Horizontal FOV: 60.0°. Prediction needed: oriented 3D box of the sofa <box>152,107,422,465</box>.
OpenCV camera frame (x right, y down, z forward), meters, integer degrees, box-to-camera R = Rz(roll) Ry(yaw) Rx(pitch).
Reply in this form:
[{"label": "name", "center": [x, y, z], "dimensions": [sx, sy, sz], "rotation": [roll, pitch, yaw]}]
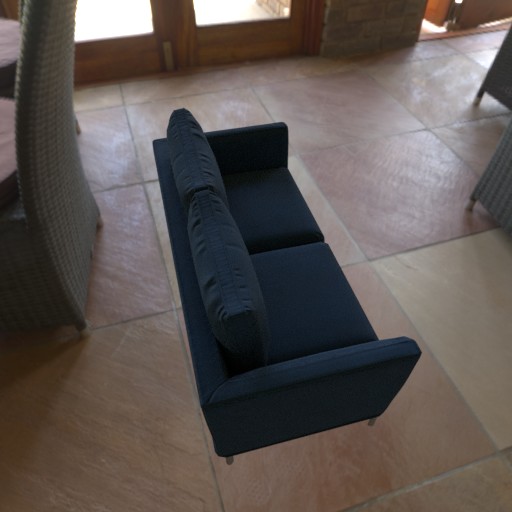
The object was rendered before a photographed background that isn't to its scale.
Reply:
[{"label": "sofa", "center": [0.000, 0.000, 2.357], "dimensions": [0.853, 1.002, 1.770], "rotation": [-11, 47, -10]}]
